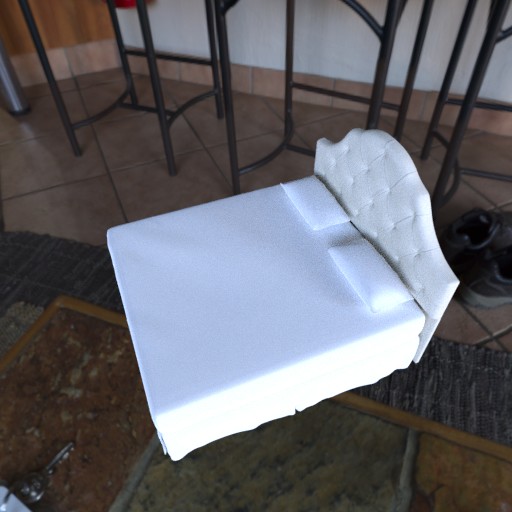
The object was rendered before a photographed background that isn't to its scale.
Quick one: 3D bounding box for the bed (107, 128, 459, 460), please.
[{"bbox_3d":[0.000,0.000,3.544,2.214,1.615,2.008,-16,49,-15],"label":"bed"}]
